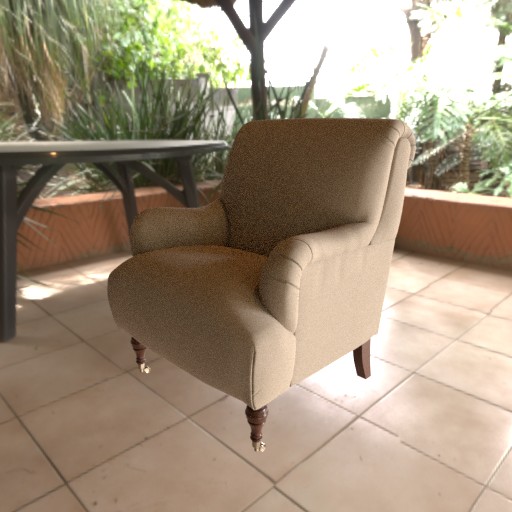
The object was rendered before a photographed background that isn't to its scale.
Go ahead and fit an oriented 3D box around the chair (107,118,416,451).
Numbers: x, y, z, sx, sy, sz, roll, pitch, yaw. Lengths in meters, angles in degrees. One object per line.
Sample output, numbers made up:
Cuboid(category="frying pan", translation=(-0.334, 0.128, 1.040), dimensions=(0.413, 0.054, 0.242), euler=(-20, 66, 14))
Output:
Cuboid(category="chair", translation=(0.000, 0.000, 1.572), dimensions=(0.766, 0.942, 0.842), euler=(15, 22, 42))
